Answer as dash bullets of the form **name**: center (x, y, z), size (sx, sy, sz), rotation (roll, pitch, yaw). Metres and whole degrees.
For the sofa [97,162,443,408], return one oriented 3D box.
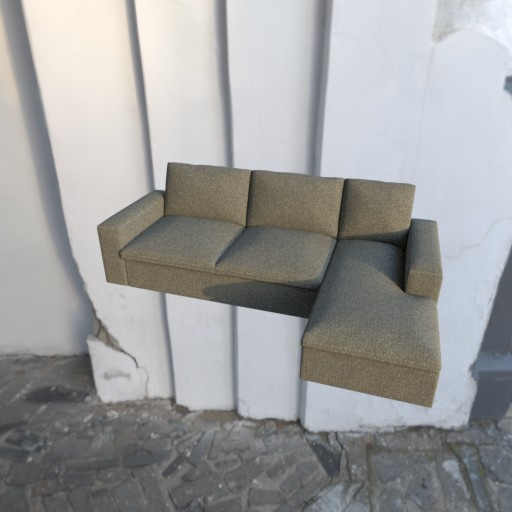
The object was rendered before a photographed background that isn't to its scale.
- **sofa**: center (0.000, 0.000, 3.498), size (2.718, 0.940, 1.689), rotation (8, 28, 16)
